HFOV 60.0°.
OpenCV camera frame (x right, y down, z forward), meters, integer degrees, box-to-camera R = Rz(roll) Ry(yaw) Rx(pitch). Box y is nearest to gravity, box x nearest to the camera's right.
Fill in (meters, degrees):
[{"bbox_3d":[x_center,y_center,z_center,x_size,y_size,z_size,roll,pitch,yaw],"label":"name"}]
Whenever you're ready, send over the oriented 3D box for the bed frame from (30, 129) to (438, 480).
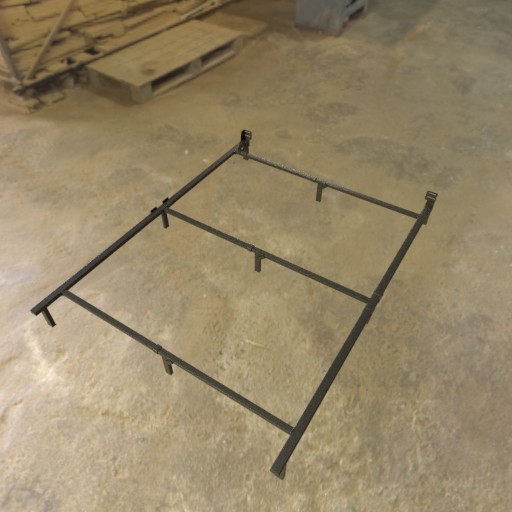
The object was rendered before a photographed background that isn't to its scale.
[{"bbox_3d":[0.000,0.000,2.617,1.498,0.248,1.990,25,50,22],"label":"bed frame"}]
